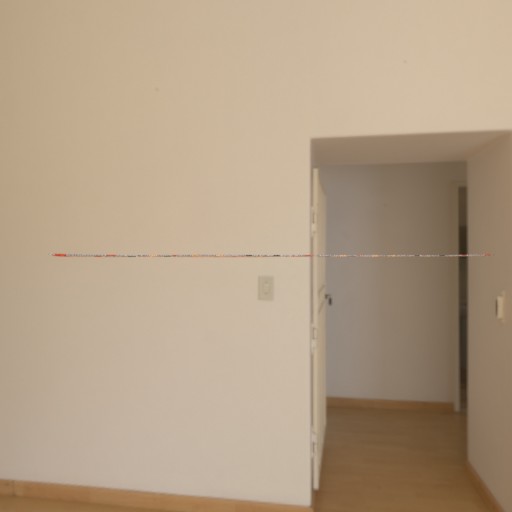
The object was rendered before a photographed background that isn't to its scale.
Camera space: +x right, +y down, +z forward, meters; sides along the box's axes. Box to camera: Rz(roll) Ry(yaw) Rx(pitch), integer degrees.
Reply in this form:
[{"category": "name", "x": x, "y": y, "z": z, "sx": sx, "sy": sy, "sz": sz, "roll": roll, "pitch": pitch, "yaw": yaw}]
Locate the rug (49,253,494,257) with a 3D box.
[{"category": "rug", "x": 0.000, "y": 0.000, "z": 3.943, "sx": 3.029, "sy": 0.022, "sz": 2.263, "roll": 0, "pitch": 0, "yaw": -16}]
